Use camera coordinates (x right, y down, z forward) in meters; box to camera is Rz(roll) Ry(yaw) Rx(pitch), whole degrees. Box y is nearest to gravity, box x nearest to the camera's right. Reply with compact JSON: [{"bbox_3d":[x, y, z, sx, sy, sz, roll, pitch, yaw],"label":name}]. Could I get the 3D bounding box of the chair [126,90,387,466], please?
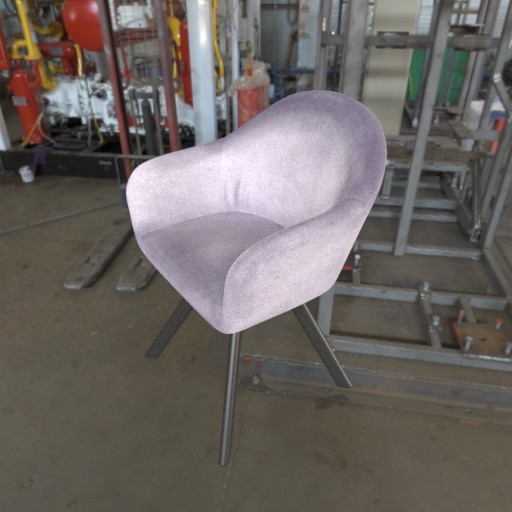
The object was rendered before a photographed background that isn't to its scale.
[{"bbox_3d":[0.000,0.000,1.176,0.540,0.780,0.570,-20,36,-30],"label":"chair"}]
